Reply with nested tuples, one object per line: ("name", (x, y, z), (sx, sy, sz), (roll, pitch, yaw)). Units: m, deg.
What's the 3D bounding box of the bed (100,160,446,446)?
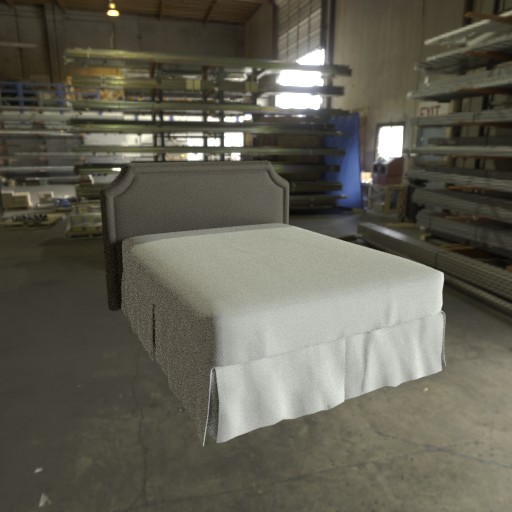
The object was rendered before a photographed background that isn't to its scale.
("bed", (0.000, 0.000, 3.276), (1.831, 1.297, 2.181), (-7, 16, -27))
